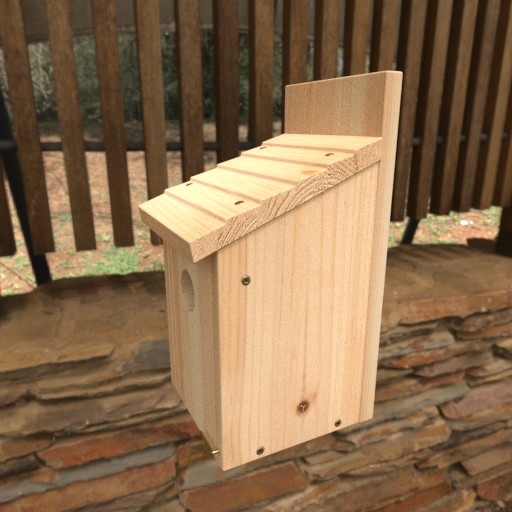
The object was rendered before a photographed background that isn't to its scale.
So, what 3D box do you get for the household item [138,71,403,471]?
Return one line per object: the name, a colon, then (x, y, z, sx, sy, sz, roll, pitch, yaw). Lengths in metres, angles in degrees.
household item: (0.000, 0.000, 0.396, 0.171, 0.300, 0.149, -8, 18, -25)
